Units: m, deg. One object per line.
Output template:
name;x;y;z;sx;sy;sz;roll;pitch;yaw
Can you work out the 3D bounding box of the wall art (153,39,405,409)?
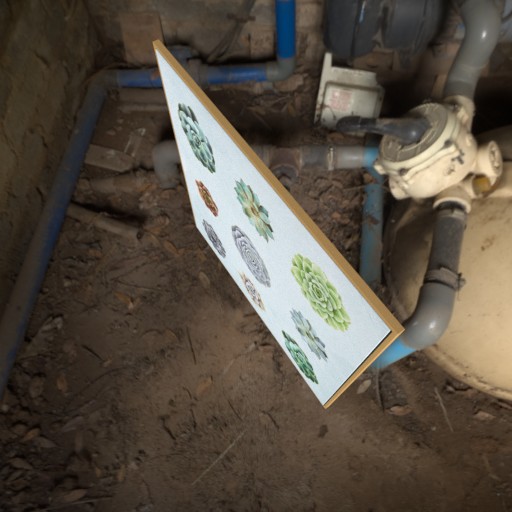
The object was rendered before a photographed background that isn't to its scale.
wall art;0.000;0.000;0.974;0.014;0.655;0.657;-31;67;-15
